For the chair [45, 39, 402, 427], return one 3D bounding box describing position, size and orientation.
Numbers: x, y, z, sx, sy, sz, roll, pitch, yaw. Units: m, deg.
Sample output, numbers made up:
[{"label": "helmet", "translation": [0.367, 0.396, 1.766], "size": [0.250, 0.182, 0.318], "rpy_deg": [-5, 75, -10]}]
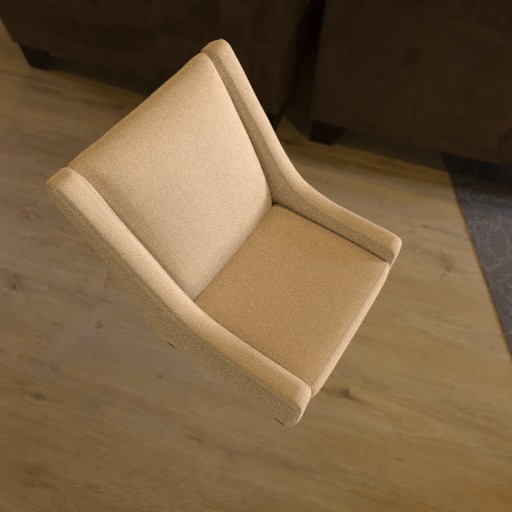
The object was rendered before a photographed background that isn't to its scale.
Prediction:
[{"label": "chair", "translation": [0.000, 0.000, 1.612], "size": [0.870, 1.014, 0.774], "rpy_deg": [31, 65, 16]}]
